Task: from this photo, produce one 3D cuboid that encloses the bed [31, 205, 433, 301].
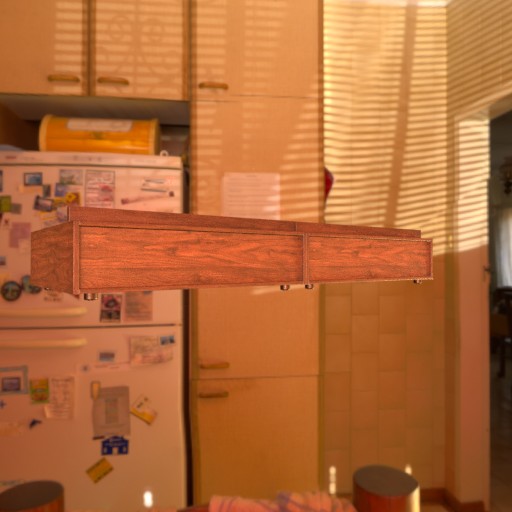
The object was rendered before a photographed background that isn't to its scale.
[{"bbox_3d":[0.000,0.000,2.373,2.057,0.326,0.787,0,-1,-36],"label":"bed"}]
